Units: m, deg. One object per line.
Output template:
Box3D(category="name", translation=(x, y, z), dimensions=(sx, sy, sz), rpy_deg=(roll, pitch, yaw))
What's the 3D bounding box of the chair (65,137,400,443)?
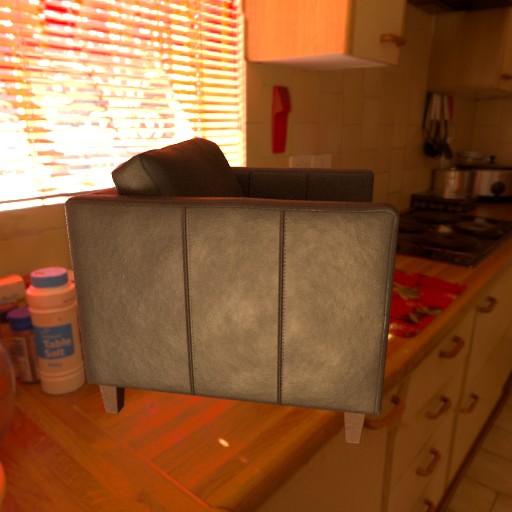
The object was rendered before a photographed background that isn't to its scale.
Box3D(category="chair", translation=(0.000, 0.000, 1.585), dimensions=(0.862, 0.811, 0.939), rpy_deg=(3, 17, 10))
